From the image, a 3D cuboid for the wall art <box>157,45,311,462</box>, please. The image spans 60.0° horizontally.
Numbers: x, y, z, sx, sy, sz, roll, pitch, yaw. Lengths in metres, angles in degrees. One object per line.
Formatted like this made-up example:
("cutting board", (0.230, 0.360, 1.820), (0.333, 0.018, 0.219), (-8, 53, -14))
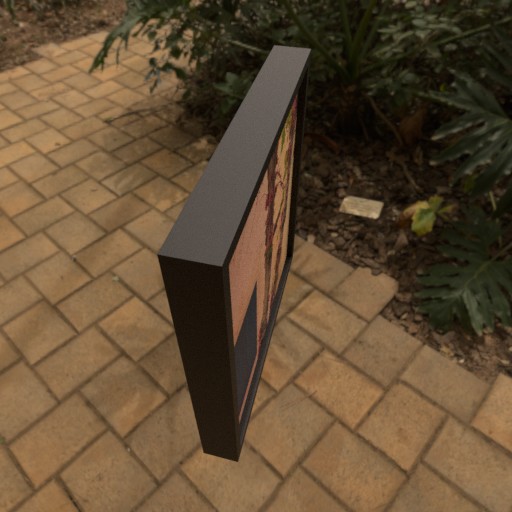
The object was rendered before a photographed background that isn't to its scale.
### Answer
("wall art", (0.000, 0.000, 0.457), (0.038, 0.304, 0.305), (10, 47, 10))
